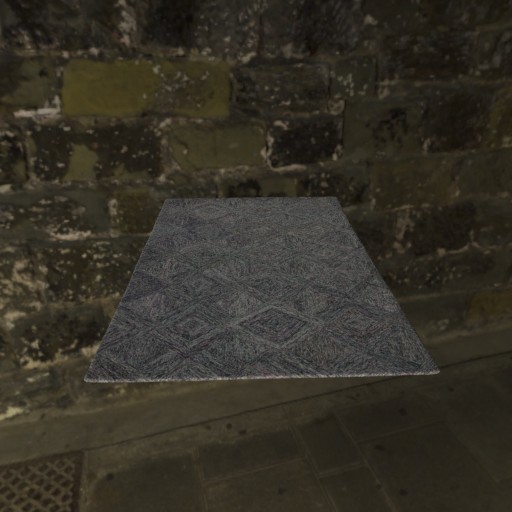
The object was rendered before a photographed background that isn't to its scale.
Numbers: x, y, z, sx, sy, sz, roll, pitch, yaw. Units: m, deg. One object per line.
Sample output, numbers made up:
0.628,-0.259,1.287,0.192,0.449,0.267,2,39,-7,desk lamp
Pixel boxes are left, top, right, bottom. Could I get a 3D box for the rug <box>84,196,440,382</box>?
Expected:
0.000,0.000,2.201,1.158,0.013,1.752,-1,26,-2,rug
